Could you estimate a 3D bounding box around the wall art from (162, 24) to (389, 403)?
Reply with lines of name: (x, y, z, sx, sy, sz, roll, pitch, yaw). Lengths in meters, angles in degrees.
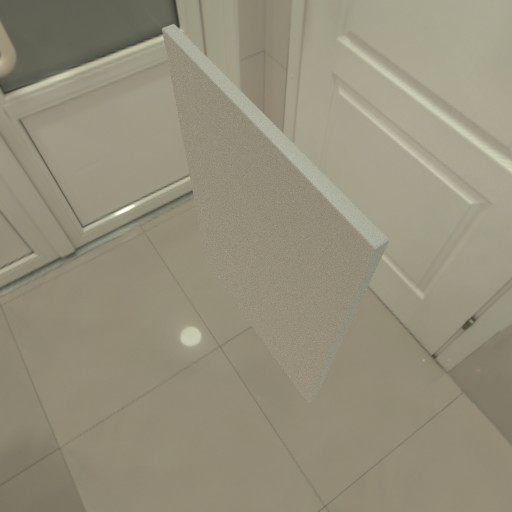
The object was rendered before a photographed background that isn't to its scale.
wall art: (0.000, 0.000, 1.471, 0.038, 1.183, 0.808, -30, 63, -17)
